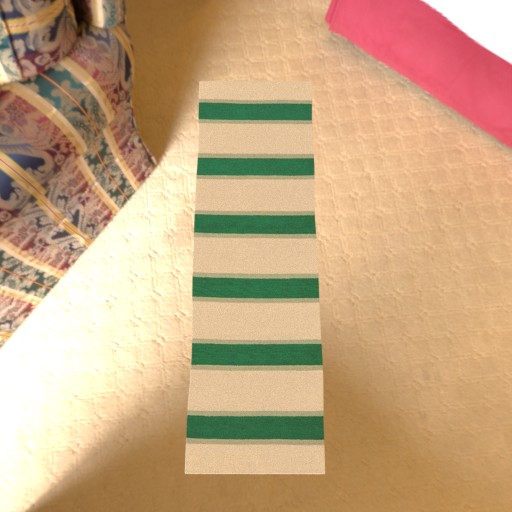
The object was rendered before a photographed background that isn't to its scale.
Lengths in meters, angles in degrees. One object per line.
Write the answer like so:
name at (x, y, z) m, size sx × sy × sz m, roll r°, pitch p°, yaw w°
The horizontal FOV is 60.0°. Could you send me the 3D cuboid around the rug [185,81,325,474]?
rug at (0.000, 0.000, 2.704) m, size 0.768 × 0.012 × 2.438 m, roll 0°, pitch 76°, yaw 0°
